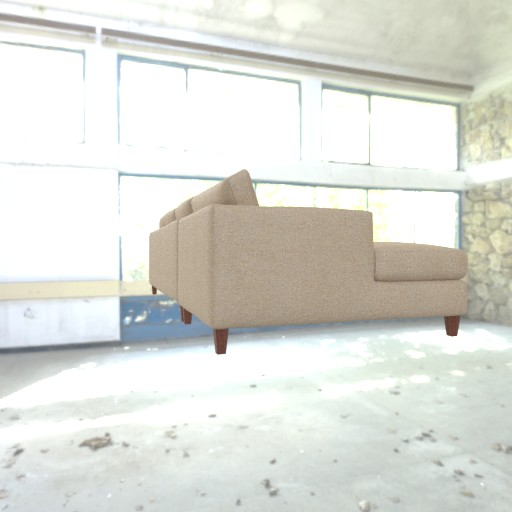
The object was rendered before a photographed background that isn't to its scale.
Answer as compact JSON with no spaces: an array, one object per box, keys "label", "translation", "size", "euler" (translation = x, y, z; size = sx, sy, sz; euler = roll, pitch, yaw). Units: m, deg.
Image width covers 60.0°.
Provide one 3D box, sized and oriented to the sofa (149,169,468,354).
[{"label":"sofa","translation":[0.000,0.000,3.711],"size":[1.502,0.876,3.201],"euler":[0,1,-19]}]
